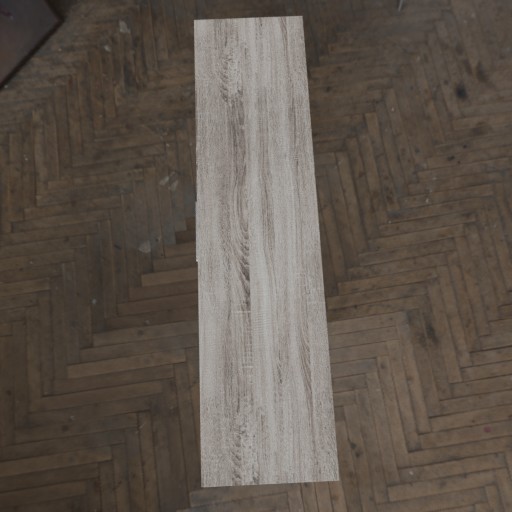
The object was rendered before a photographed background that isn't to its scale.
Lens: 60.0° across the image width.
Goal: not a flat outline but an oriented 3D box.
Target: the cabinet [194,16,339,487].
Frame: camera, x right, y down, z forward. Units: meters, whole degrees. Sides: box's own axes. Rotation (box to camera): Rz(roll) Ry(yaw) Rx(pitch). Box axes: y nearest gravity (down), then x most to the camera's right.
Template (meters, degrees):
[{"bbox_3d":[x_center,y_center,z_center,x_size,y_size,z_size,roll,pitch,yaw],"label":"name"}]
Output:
[{"bbox_3d":[0.000,0.000,1.778,0.380,0.900,1.450,-2,77,-1],"label":"cabinet"}]
